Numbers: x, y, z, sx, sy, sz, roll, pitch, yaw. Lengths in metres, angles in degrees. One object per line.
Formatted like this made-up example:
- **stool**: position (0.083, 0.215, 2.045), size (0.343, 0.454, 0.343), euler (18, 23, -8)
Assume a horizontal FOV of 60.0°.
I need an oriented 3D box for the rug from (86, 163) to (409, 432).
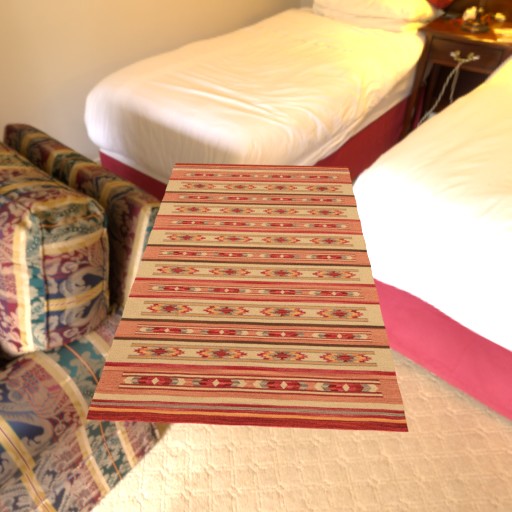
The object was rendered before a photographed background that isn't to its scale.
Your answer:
- **rug**: position (0.000, 0.000, 3.006), size (1.535, 0.010, 2.431), euler (2, 41, 2)
